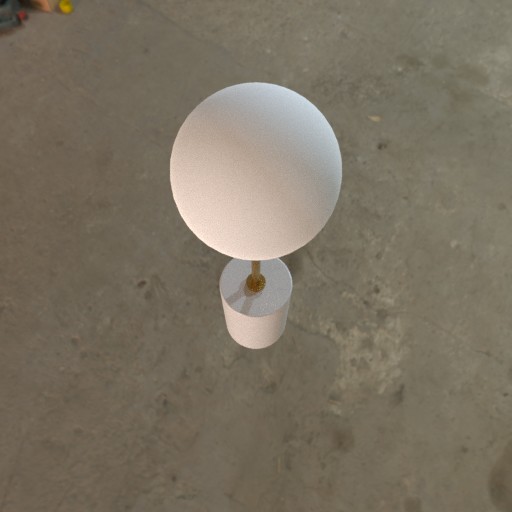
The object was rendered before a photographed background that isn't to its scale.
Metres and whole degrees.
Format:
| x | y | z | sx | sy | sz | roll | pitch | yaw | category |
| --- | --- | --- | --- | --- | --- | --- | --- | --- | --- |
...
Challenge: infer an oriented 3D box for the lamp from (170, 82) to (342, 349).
| x | y | z | sx | sy | sz | roll | pitch | yaw | category |
| --- | --- | --- | --- | --- | --- | --- | --- | --- | --- |
| 0.000 | 0.000 | 0.546 | 0.153 | 0.480 | 0.153 | 0 | 63 | 0 | lamp |
